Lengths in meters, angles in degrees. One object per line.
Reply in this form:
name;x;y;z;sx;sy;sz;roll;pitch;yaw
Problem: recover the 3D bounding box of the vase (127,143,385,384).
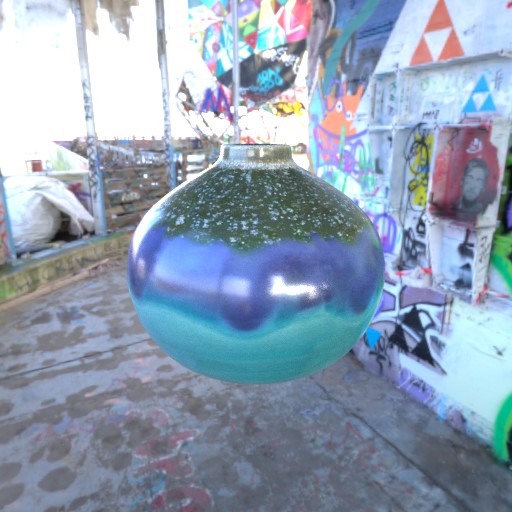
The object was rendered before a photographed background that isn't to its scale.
vase;0.000;0.000;0.272;0.154;0.133;0.154;0;16;0
